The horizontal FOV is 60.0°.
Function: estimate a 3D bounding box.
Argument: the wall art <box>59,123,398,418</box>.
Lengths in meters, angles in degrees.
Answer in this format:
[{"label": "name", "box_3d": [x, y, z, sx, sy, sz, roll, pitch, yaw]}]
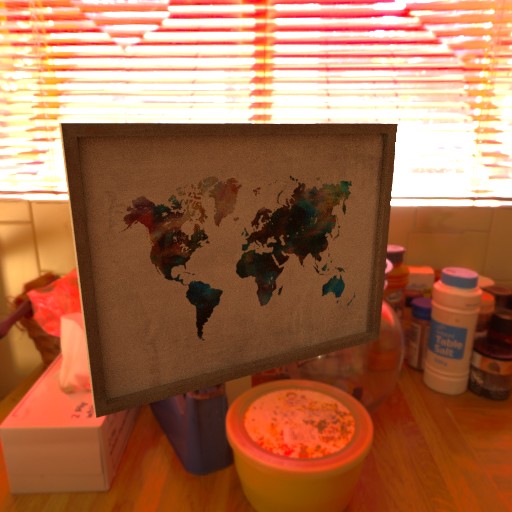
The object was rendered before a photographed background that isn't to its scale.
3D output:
[{"label": "wall art", "box_3d": [0.000, 0.000, 1.758, 1.320, 1.009, 0.070, -8, 18, -26]}]
